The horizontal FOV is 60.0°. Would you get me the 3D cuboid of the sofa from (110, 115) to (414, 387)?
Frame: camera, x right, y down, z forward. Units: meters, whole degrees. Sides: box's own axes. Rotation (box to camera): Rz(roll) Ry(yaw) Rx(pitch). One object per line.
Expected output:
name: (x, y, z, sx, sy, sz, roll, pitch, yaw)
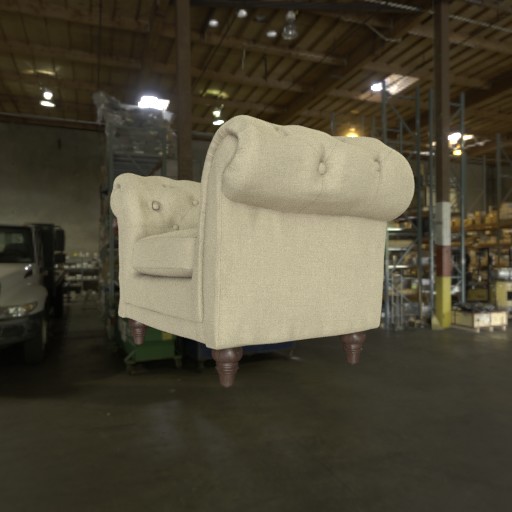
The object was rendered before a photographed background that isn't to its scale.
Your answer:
sofa: (0.000, 0.000, 2.073, 1.034, 0.878, 1.405, 0, -1, -34)
